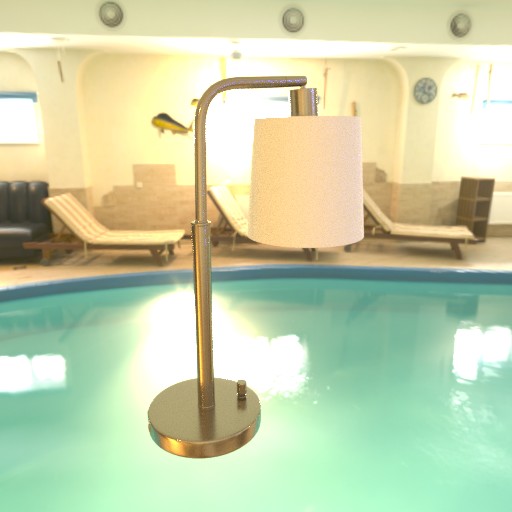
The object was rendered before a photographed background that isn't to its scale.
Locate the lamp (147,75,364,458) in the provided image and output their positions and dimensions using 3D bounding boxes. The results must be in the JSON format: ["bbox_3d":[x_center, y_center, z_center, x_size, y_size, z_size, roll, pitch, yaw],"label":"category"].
[{"bbox_3d":[0.000,0.000,0.632,0.333,0.489,0.171,-7,16,-25],"label":"lamp"}]
